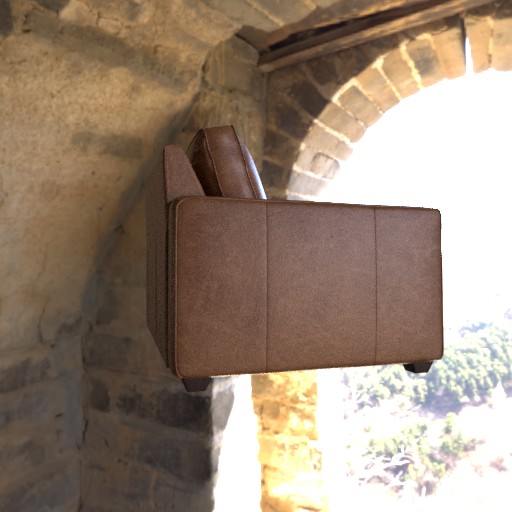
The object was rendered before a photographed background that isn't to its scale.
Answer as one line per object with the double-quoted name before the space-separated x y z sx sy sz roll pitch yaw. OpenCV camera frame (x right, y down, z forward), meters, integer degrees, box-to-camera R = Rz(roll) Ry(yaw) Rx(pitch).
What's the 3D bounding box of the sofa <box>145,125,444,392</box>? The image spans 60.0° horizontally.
"sofa" 0.000 0.000 2.190 1.020 0.896 1.532 1 -2 -17
